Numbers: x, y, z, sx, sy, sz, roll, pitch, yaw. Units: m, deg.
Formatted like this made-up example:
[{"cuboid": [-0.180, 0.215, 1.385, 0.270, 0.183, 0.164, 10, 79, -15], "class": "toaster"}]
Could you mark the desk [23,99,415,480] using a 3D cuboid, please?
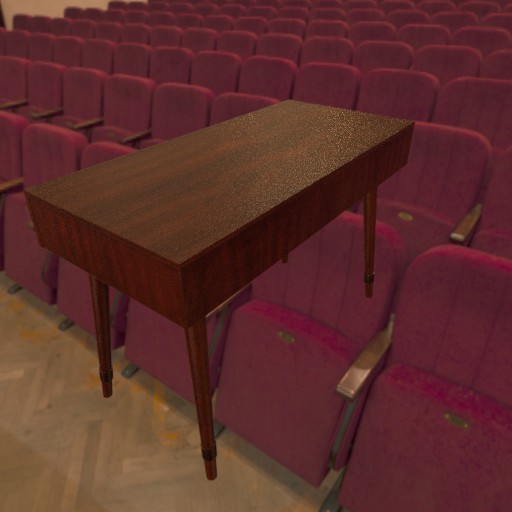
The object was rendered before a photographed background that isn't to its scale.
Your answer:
[{"cuboid": [0.000, 0.000, 2.078, 0.734, 1.031, 1.577, 22, 39, 31], "class": "desk"}]
